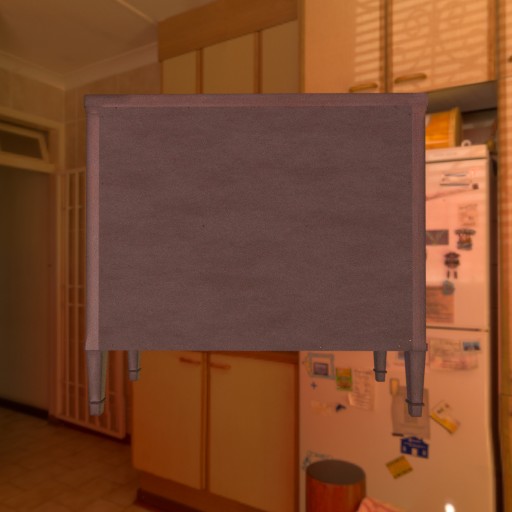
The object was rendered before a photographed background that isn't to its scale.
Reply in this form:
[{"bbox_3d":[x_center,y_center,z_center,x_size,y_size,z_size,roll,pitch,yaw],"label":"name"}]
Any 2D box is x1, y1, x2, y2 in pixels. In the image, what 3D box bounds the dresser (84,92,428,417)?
[{"bbox_3d":[0.000,0.000,1.577,1.049,0.986,0.463,0,0,1],"label":"dresser"}]
